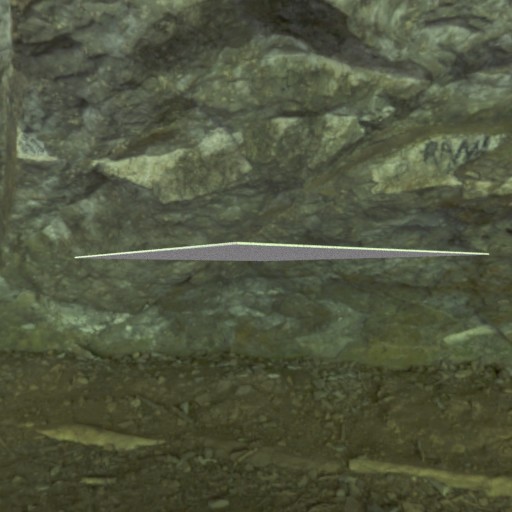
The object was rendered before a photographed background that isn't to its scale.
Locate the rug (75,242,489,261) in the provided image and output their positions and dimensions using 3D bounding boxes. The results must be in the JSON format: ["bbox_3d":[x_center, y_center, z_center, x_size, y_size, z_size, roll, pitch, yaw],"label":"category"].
[{"bbox_3d":[0.000,0.000,3.466,2.073,0.011,2.584,1,-2,-36],"label":"rug"}]
